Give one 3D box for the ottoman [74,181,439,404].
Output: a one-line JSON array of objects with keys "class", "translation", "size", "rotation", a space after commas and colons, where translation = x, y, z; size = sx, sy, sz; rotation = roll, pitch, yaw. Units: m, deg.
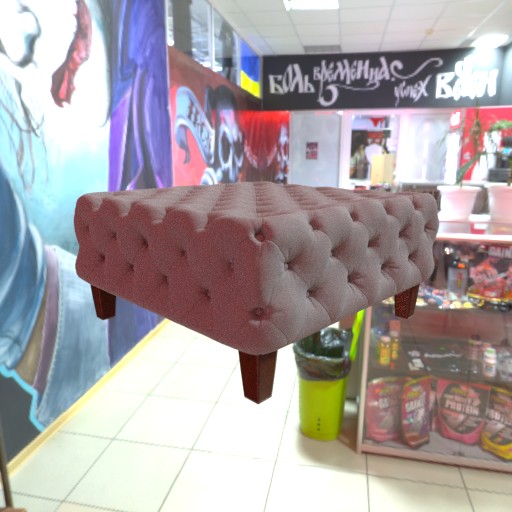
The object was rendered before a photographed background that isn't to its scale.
[{"class": "ottoman", "translation": [0.000, 0.000, 1.501], "size": [0.917, 0.439, 0.911], "rotation": [13, 18, 43]}]
